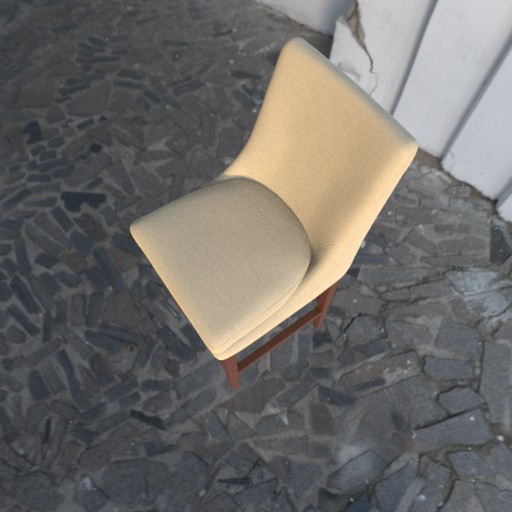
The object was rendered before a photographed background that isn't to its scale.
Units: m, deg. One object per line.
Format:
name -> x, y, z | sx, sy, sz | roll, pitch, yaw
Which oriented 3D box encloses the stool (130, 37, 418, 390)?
stool -> 0.000, 0.000, 1.380 | 0.577, 1.078, 0.470 | -33, 68, -15
